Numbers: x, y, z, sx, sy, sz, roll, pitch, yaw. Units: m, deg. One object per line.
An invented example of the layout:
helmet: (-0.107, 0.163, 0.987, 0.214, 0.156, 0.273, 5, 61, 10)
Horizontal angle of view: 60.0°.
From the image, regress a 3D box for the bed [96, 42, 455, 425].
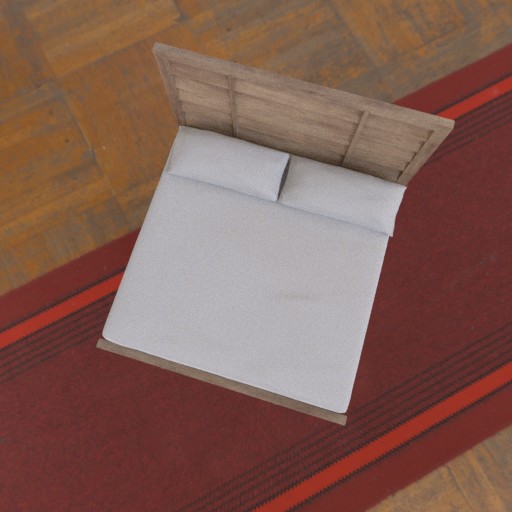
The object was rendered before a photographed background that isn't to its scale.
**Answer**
bed: (0.000, 0.000, 3.449, 2.032, 1.626, 2.062, 16, 77, 4)
